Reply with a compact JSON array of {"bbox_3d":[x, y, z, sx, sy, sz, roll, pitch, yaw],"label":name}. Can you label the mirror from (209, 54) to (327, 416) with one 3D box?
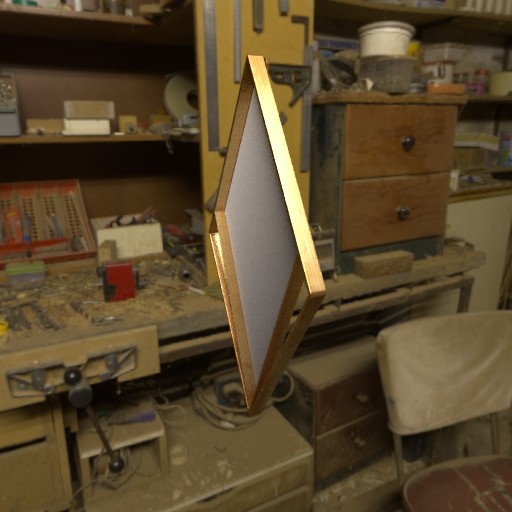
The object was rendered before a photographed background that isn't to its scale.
[{"bbox_3d":[0.000,0.000,0.814,0.032,0.679,0.419,-8,18,-25],"label":"mirror"}]
